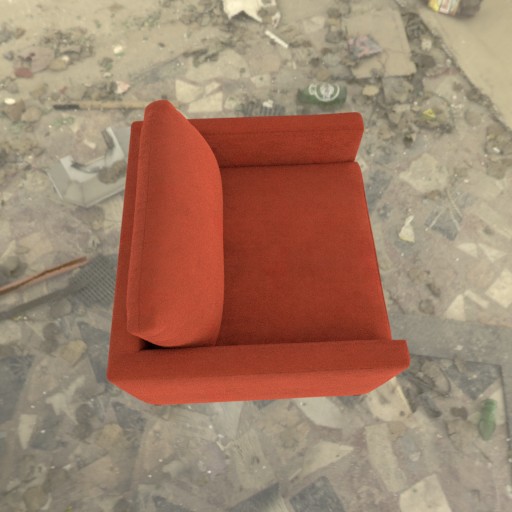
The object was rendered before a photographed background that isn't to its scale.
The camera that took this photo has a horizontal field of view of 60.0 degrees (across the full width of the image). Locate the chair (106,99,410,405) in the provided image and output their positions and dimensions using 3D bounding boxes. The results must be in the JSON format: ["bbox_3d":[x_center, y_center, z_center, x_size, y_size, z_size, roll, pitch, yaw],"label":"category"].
[{"bbox_3d":[0.000,0.000,1.614,0.875,0.812,0.964,-2,64,-1],"label":"chair"}]
